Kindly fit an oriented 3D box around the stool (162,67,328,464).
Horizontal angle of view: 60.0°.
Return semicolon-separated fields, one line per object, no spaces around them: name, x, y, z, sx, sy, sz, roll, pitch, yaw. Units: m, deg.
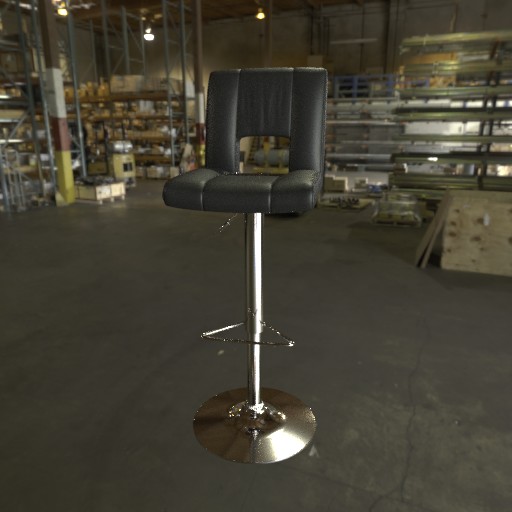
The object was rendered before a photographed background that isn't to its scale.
stool;0.000;0.000;1.386;0.415;1.151;0.520;3;16;10
